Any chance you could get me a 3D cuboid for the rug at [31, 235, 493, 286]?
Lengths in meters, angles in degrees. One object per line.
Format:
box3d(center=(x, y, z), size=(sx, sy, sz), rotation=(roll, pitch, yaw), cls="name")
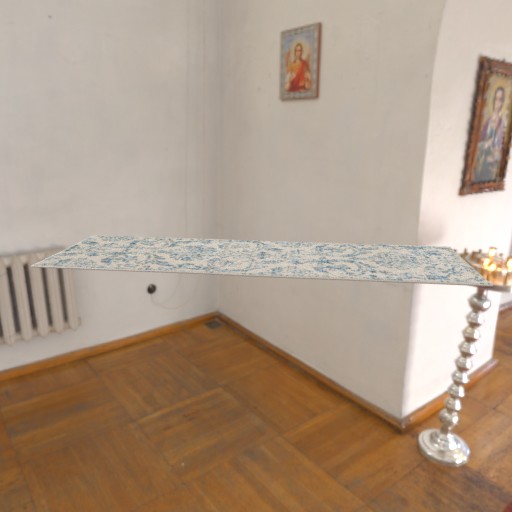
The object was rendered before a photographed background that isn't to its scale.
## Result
box3d(center=(0.000, 0.000, 2.402), size=(2.196, 0.011, 0.662), rotation=(2, 16, 7), cls="rug")
